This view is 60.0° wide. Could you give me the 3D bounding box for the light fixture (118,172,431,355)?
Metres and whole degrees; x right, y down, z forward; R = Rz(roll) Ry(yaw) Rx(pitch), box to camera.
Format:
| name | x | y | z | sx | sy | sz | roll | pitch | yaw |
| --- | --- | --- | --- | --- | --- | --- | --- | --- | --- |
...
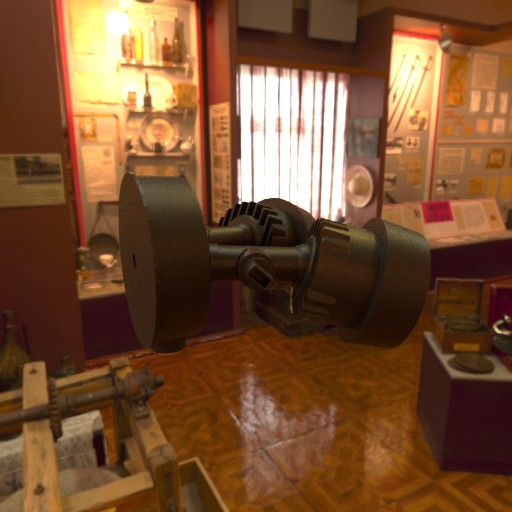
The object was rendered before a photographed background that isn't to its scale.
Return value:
| name | x | y | z | sx | sy | sz | roll | pitch | yaw |
| --- | --- | --- | --- | --- | --- | --- | --- | --- | --- |
| light fixture | 0.000 | 0.000 | 0.312 | 0.168 | 0.120 | 0.213 | -7 | 15 | -25 |
